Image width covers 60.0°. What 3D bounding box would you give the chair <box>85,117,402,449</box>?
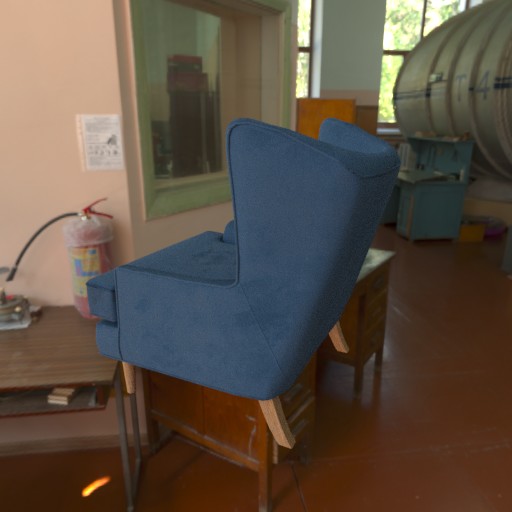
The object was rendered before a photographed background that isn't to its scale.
[{"bbox_3d":[0.000,0.000,1.598,0.910,0.952,0.793,8,19,25],"label":"chair"}]
